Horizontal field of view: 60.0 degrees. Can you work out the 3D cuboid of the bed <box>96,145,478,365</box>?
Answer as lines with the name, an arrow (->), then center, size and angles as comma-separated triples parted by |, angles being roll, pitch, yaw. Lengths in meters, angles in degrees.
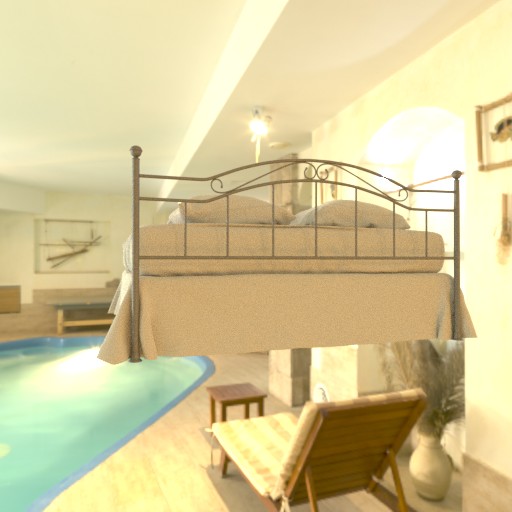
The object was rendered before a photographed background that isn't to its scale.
bed -> 0.000, 0.000, 3.517 | 2.309, 1.080, 2.220 | 0, -1, -18
